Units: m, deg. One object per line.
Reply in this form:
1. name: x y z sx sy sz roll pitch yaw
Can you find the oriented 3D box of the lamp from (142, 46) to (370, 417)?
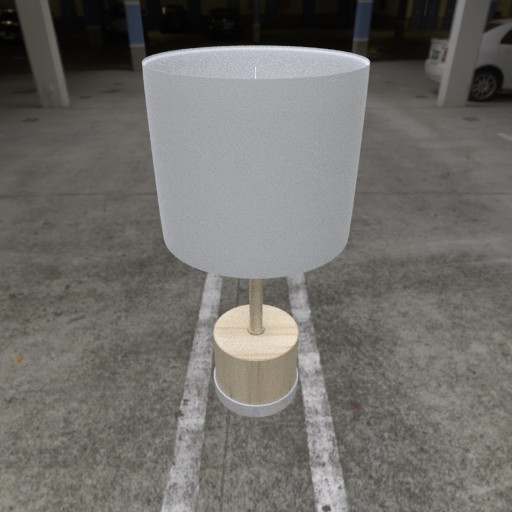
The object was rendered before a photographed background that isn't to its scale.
1. lamp: 0.000 0.000 0.573 0.229 0.470 0.229 0 31 0
